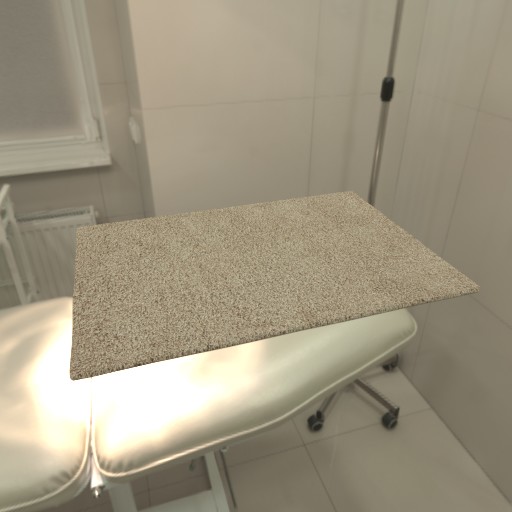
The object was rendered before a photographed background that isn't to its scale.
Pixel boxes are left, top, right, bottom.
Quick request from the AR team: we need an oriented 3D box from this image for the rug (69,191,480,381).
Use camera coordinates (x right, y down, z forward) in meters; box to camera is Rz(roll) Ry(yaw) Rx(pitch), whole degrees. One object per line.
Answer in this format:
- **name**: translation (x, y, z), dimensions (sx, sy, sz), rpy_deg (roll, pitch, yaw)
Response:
- **rug**: translation (0.000, 0.000, 2.292), dimensions (1.778, 0.030, 1.219), rpy_deg (-9, 32, -15)
